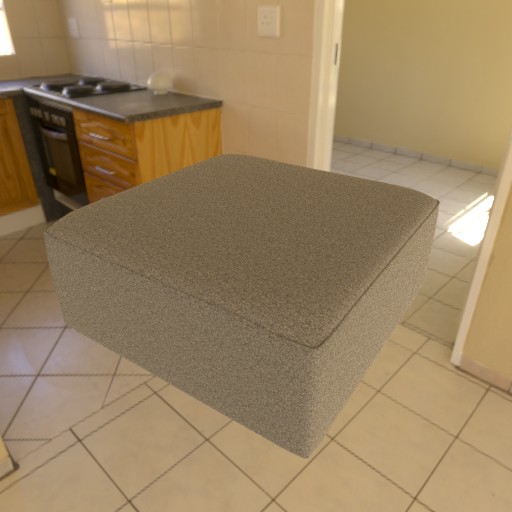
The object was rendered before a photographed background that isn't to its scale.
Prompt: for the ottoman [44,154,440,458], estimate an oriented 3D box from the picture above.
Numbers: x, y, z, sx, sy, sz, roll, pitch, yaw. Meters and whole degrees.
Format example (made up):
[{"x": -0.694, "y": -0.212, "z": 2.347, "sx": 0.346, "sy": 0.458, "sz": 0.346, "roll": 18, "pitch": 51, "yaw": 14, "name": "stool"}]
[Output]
[{"x": 0.000, "y": 0.000, "z": 1.609, "sx": 1.005, "sy": 0.464, "sz": 1.015, "roll": 18, "pitch": 34, "yaw": 29, "name": "ottoman"}]
